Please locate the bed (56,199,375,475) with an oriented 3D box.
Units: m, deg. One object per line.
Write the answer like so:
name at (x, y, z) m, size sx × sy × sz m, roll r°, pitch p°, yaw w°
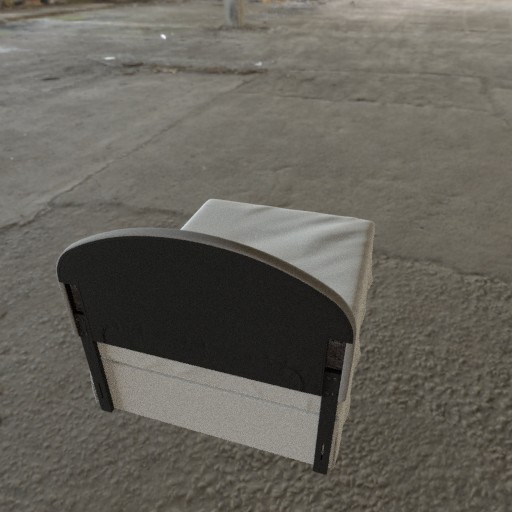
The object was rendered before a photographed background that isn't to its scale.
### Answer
bed at (0.000, 0.000, 3.064) m, size 1.607 × 1.410 × 2.005 m, roll 10°, pitch 34°, yaw 15°
